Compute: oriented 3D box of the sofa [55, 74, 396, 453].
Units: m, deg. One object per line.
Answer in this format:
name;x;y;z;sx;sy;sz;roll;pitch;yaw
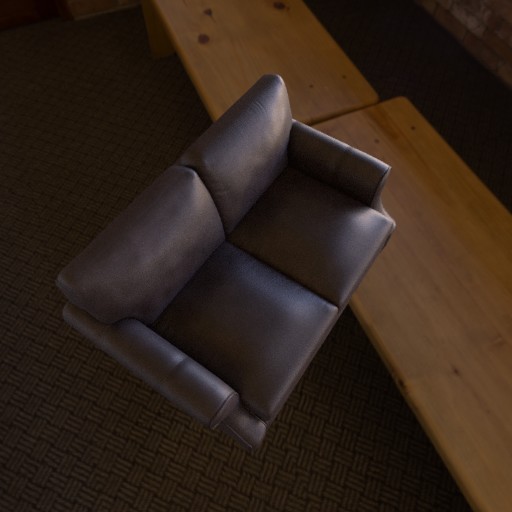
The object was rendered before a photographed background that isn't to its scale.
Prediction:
sofa;0.000;0.000;2.324;1.030;0.979;1.663;31;64;17
